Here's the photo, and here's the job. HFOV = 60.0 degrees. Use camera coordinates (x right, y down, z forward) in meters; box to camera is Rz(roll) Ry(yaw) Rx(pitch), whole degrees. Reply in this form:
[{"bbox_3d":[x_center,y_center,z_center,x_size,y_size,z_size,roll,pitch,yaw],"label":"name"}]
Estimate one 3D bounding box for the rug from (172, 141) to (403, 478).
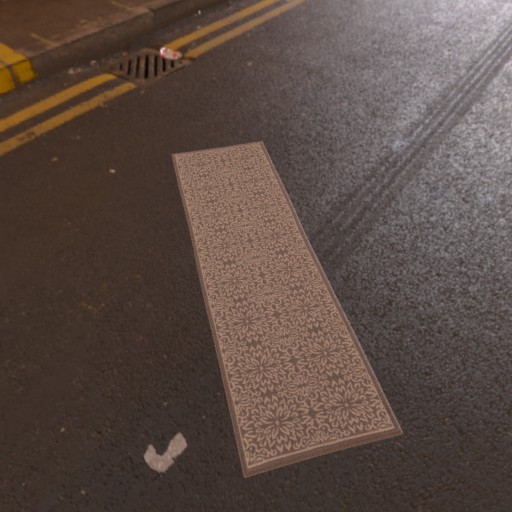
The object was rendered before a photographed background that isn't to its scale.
[{"bbox_3d":[0.000,0.000,2.455,0.662,0.011,2.196,-11,48,-10],"label":"rug"}]
